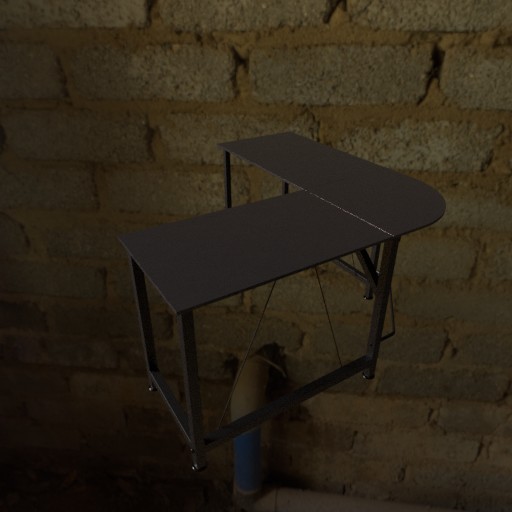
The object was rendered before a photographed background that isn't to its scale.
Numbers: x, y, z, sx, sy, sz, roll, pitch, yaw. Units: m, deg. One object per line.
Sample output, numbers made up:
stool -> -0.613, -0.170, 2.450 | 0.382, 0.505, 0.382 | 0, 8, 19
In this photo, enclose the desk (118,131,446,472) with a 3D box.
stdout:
desk -> 0.000, 0.000, 2.257 | 1.400, 0.762, 1.400 | -18, 35, -27
